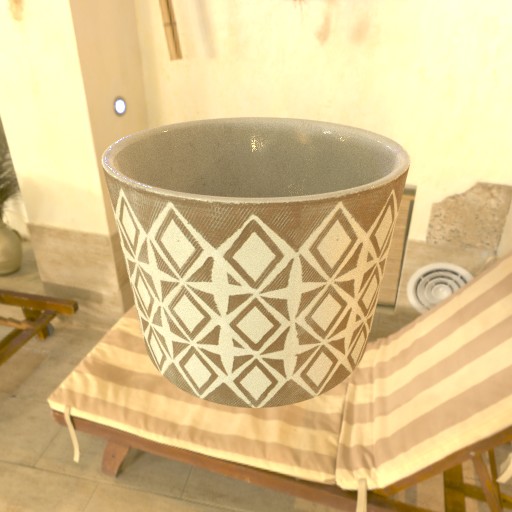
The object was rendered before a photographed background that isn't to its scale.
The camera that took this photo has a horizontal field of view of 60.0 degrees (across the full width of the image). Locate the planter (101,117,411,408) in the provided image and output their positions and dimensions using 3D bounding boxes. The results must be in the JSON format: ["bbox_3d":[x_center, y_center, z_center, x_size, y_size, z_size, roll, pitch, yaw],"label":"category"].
[{"bbox_3d":[0.000,0.000,0.442,0.260,0.220,0.260,0,28,0],"label":"planter"}]
